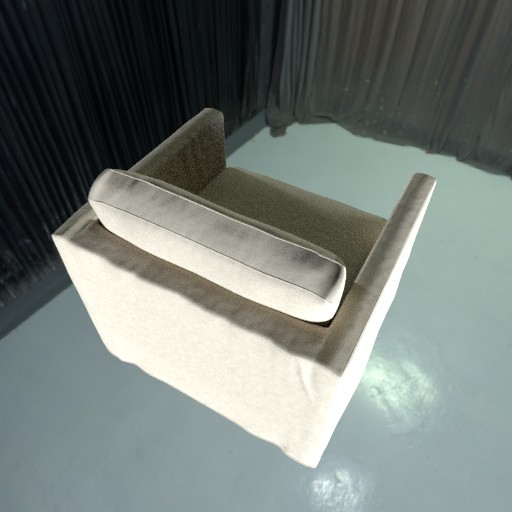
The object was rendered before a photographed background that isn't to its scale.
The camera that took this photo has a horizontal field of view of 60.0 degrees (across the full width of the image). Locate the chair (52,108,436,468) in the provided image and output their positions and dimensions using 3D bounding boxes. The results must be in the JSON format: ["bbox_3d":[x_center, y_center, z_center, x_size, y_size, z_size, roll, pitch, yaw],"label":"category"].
[{"bbox_3d":[0.000,0.000,1.729,1.057,0.867,0.949,23,52,19],"label":"chair"}]
